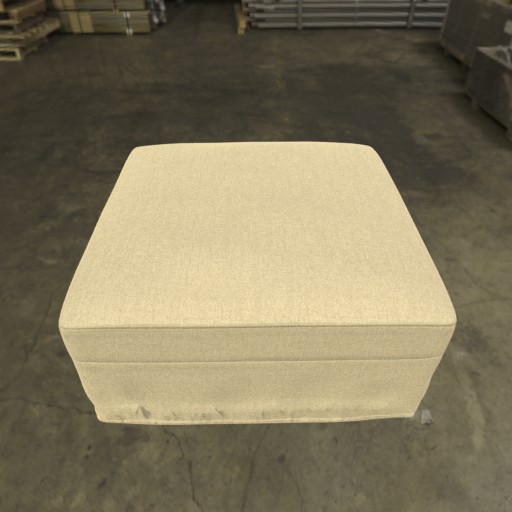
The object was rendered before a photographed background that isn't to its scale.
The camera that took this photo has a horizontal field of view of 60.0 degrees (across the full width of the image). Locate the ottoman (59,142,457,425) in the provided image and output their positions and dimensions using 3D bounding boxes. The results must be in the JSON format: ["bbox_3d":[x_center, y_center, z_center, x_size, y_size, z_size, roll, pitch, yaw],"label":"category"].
[{"bbox_3d":[0.000,0.000,1.310,0.843,0.436,0.840,-1,40,-1],"label":"ottoman"}]
